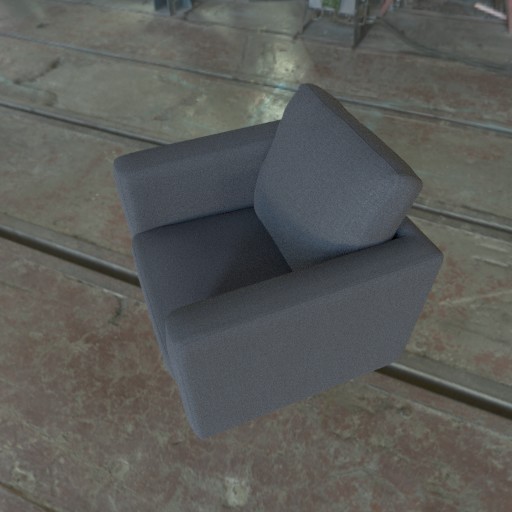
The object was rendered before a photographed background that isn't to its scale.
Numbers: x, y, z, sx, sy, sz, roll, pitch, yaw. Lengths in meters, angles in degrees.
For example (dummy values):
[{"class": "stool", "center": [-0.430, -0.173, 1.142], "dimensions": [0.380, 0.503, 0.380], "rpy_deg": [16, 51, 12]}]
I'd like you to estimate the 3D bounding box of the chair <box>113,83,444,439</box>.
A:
[{"class": "chair", "center": [0.000, 0.000, 1.545], "dimensions": [0.800, 0.927, 0.854], "rpy_deg": [-17, 49, -15]}]
